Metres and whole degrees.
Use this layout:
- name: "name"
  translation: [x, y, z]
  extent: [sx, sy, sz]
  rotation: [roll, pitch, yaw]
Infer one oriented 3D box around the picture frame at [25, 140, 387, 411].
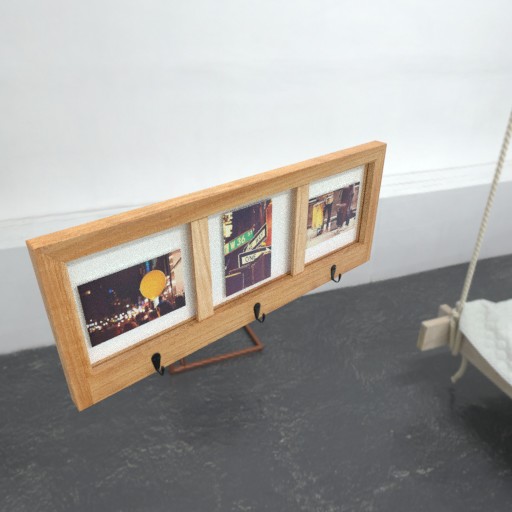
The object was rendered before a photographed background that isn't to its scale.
- name: "picture frame"
  translation: [0.000, 0.000, 0.662]
  extent: [0.582, 0.234, 0.045]
  rotation: [-23, 37, -34]
